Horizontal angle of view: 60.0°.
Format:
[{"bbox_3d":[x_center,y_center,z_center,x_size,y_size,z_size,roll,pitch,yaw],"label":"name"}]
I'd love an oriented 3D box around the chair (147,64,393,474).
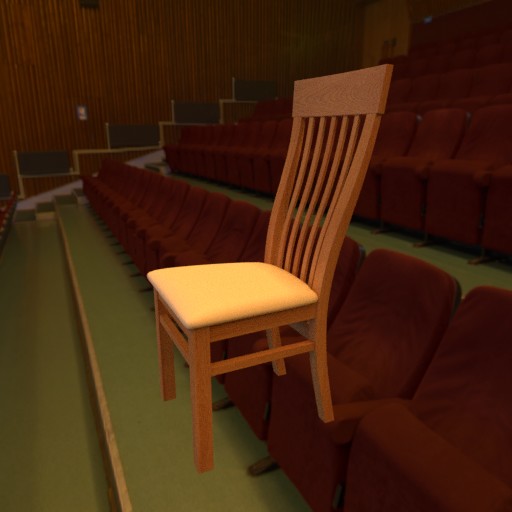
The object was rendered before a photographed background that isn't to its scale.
[{"bbox_3d":[0.000,0.000,1.340,0.580,1.050,0.450,-8,18,-25],"label":"chair"}]
